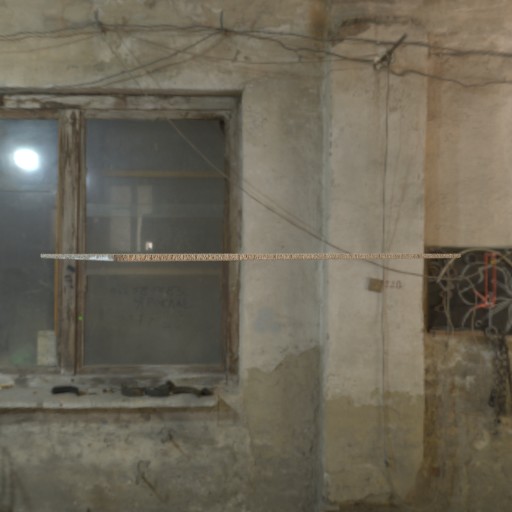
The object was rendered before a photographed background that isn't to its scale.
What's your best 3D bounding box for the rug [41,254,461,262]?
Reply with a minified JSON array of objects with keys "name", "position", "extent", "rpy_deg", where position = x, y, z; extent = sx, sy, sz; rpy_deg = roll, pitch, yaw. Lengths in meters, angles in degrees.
[{"name":"rug","position":[0.000,0.000,2.914],"extent":[2.349,0.026,1.500],"rpy_deg":[0,0,-36]}]
